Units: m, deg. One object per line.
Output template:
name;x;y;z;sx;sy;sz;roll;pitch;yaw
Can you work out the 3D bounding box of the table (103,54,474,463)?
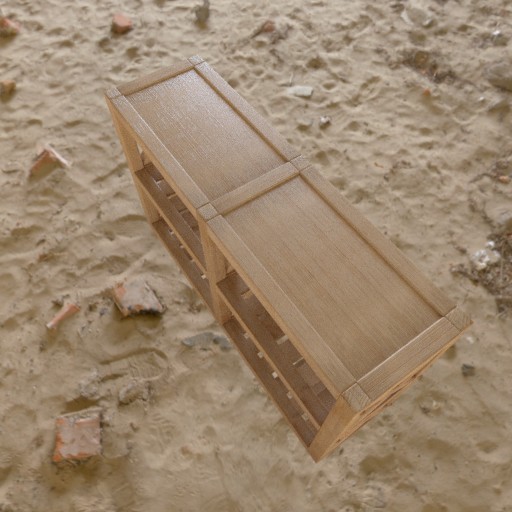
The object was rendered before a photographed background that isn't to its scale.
table;0.000;0.000;1.621;0.381;0.762;1.320;-30;63;-18
